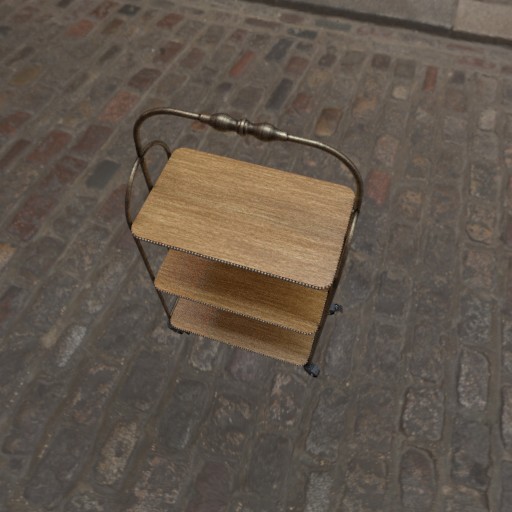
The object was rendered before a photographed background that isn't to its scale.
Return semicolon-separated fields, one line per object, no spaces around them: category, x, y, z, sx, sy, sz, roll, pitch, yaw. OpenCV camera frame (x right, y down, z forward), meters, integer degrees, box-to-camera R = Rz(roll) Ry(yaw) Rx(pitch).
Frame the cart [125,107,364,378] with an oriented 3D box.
cart;0.000;0.000;1.355;0.650;1.052;0.330;15;60;9
